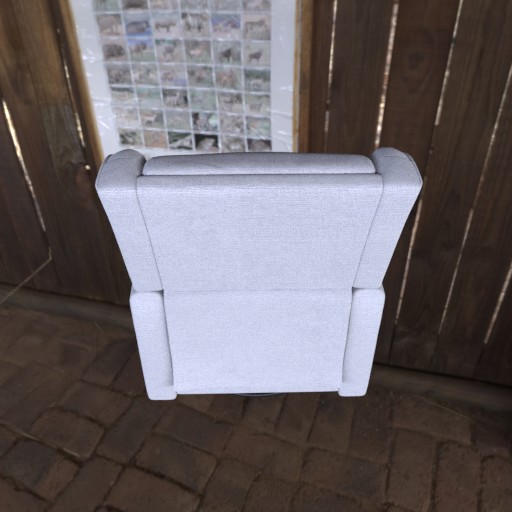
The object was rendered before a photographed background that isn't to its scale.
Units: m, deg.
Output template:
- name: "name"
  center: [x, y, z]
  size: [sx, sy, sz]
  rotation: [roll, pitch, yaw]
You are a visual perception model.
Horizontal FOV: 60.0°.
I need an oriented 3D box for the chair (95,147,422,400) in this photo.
- name: "chair"
  center: [0.000, 0.000, 1.637]
  size: [0.906, 0.966, 0.854]
  rotation: [-1, 31, -1]
